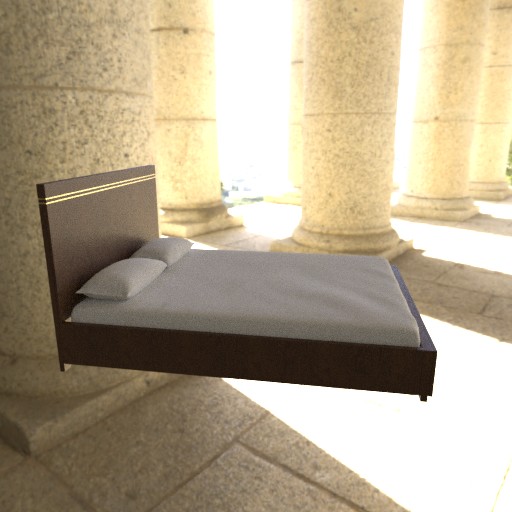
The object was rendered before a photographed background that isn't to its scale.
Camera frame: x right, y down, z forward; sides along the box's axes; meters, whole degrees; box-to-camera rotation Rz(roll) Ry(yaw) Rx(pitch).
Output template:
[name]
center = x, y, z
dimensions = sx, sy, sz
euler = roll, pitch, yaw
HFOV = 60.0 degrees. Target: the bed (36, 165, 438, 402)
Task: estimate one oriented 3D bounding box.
[bed]
center = 0.000, 0.000, 3.218
dimensions = 2.221, 1.169, 1.613
euler = 3, 16, 9
